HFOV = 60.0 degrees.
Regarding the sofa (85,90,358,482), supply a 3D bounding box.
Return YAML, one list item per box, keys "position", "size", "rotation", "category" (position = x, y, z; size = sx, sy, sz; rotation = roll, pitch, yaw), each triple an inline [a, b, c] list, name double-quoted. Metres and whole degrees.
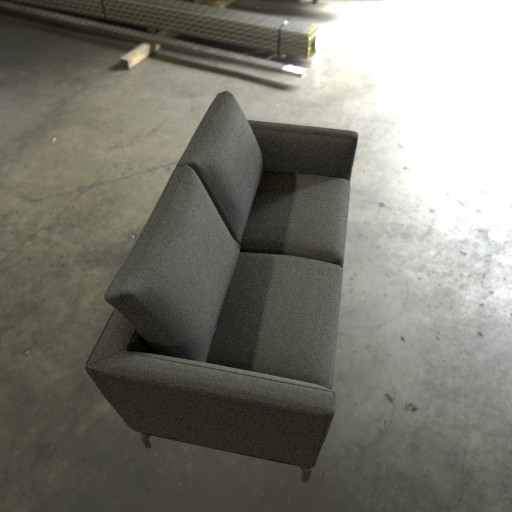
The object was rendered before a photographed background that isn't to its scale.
- position: [0.000, 0.000, 2.032]
  size: [0.803, 0.924, 1.594]
  rotation: [8, 47, 8]
  category: "sofa"
